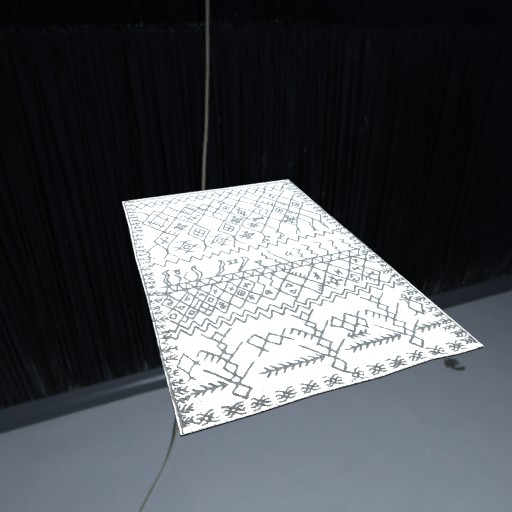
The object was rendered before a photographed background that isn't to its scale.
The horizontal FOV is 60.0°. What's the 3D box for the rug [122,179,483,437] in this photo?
[{"bbox_3d":[0.000,0.000,2.971,1.530,0.012,2.444,-10,32,-17],"label":"rug"}]
